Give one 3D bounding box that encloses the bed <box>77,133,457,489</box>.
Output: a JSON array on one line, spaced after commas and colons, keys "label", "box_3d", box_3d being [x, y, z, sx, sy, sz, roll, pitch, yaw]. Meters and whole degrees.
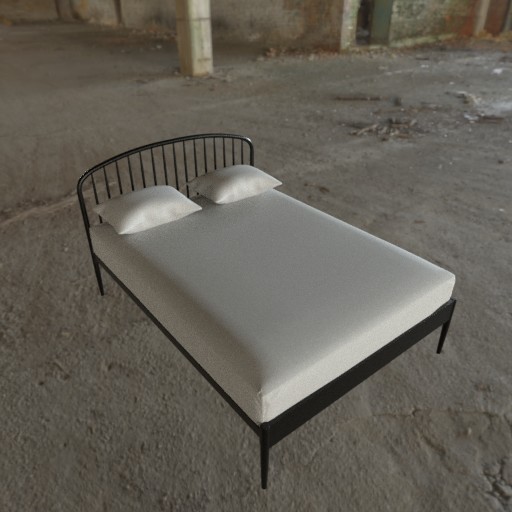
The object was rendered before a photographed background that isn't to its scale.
[{"label": "bed", "box_3d": [0.000, 0.000, 3.089, 1.618, 1.166, 2.159, -22, 37, -32]}]
